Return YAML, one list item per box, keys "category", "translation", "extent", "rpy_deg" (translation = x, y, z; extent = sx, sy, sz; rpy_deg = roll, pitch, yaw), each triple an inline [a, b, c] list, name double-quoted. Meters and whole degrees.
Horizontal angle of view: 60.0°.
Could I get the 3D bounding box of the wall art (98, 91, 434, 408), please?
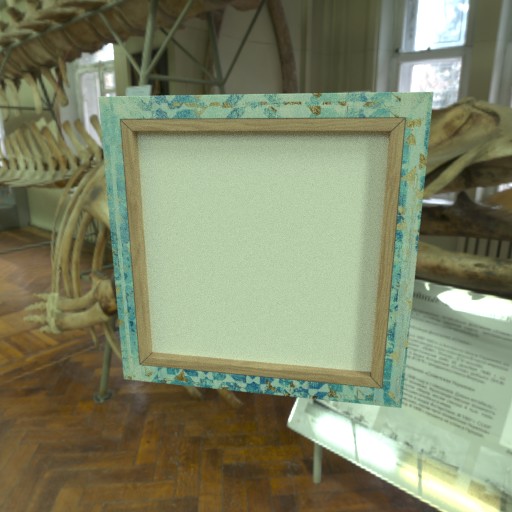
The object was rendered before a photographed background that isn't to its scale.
- category: "wall art"
  translation: [0.000, 0.000, 1.336]
  extent: [0.916, 0.916, 0.040]
  rpy_deg: [3, 16, 10]
